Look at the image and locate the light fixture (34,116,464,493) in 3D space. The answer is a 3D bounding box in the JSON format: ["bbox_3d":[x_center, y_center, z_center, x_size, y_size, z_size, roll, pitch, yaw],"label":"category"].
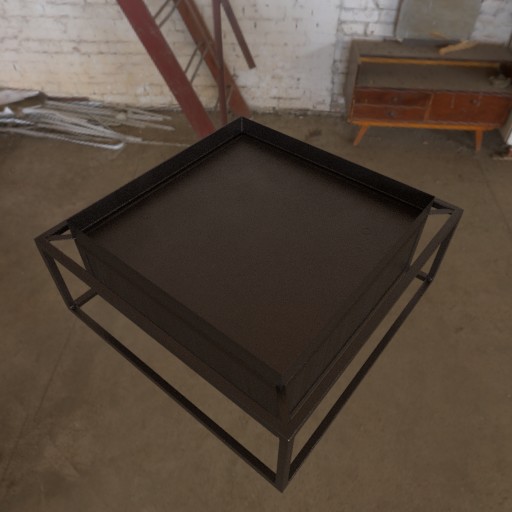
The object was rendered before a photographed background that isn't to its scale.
[{"bbox_3d":[0.000,0.000,0.686,0.441,0.191,0.441,30,53,26],"label":"light fixture"}]
